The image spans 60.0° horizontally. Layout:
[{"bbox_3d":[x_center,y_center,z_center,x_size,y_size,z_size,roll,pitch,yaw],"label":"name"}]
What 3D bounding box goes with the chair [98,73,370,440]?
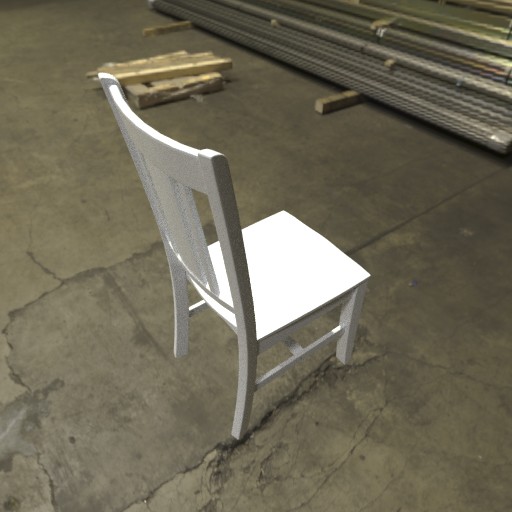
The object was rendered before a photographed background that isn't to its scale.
[{"bbox_3d":[0.000,0.000,1.258,0.555,0.998,0.450,-26,48,-26],"label":"chair"}]
